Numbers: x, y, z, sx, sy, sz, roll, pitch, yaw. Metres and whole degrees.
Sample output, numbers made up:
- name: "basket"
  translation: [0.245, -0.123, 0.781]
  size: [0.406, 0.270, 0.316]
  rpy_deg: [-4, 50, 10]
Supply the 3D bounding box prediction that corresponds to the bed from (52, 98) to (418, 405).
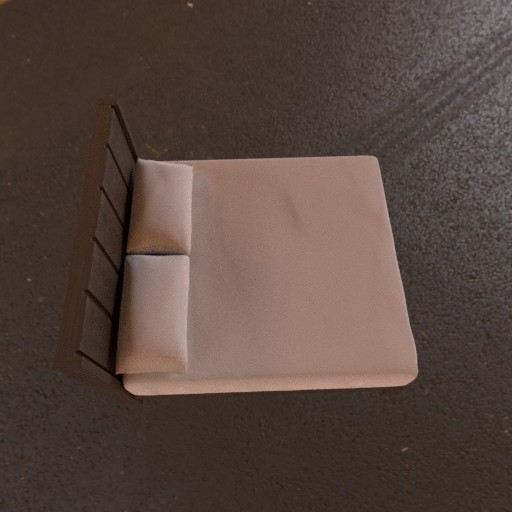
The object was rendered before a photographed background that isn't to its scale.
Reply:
- name: "bed"
  translation: [0.000, 0.000, 3.060]
  size: [1.992, 1.261, 1.735]
  rpy_deg: [-2, 64, -1]
